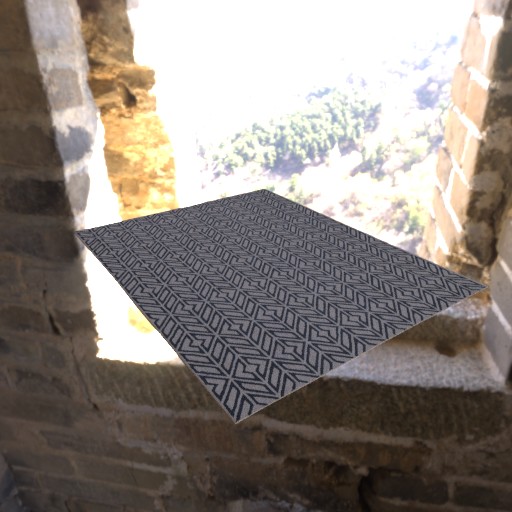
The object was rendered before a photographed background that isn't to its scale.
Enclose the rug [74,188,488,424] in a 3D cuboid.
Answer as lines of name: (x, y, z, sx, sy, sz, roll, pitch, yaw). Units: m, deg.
rug: (0.000, 0.000, 4.046, 2.421, 0.008, 3.045, -18, 32, -31)
